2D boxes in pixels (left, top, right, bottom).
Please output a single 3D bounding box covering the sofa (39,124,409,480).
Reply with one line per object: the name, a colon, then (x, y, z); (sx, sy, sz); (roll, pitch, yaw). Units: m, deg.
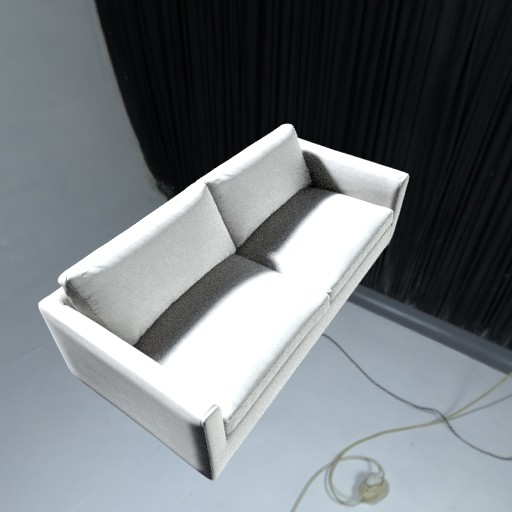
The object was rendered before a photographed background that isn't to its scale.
sofa: (0.000, 0.000, 2.778); (1.090, 0.838, 2.588); (25, 47, 25)
